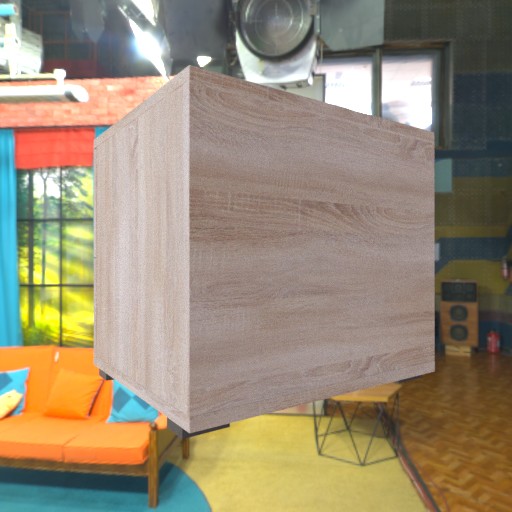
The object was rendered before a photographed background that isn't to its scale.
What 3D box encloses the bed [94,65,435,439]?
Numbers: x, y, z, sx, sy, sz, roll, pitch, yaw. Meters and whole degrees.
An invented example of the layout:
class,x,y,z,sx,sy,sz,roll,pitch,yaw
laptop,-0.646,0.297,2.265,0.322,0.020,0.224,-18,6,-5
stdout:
class,x,y,z,sx,sy,sz,roll,pitch,yaw
bed,0.000,0.000,0.783,0.460,0.420,0.401,0,0,-35
